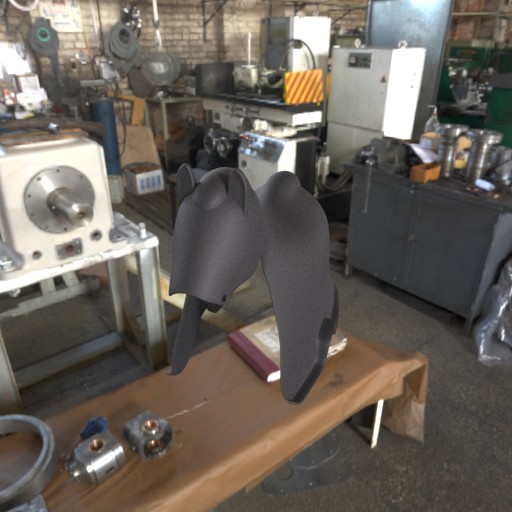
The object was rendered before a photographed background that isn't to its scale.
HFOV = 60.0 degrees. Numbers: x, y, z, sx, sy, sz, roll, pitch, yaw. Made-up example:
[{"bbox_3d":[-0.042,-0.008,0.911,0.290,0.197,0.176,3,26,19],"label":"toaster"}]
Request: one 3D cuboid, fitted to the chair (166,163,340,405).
[{"bbox_3d":[0.000,0.000,1.170,0.429,0.612,0.800,8,27,16],"label":"chair"}]
